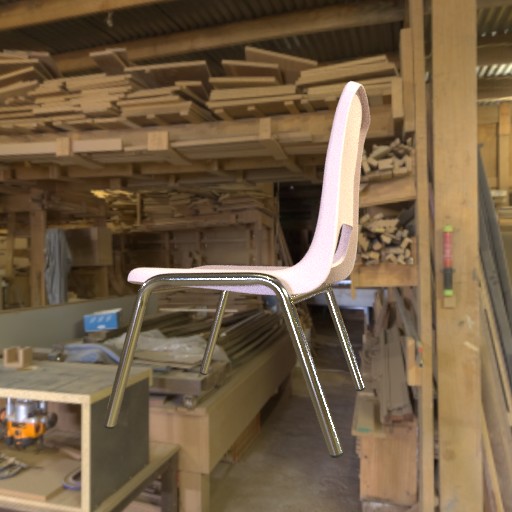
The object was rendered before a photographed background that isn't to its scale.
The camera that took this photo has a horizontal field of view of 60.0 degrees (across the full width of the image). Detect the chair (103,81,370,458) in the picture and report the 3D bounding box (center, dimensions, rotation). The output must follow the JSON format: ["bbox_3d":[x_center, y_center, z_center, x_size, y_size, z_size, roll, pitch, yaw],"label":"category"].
[{"bbox_3d":[0.000,0.000,0.791,0.385,0.537,0.354,0,0,19],"label":"chair"}]
